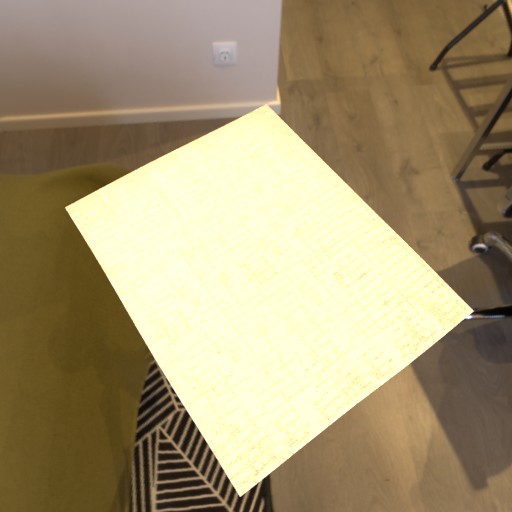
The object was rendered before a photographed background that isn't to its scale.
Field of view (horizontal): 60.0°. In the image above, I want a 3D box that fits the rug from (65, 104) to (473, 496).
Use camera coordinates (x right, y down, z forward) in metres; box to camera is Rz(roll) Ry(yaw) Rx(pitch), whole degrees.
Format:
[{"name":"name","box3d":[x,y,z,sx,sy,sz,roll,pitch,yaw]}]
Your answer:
[{"name":"rug","box3d":[0.000,0.000,4.075,2.447,0.014,3.061,-32,66,-16]}]
